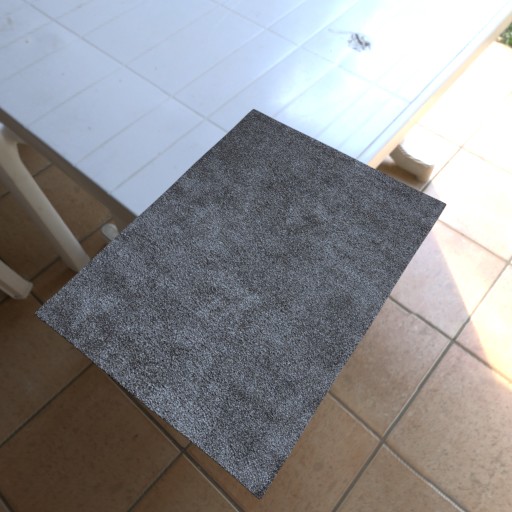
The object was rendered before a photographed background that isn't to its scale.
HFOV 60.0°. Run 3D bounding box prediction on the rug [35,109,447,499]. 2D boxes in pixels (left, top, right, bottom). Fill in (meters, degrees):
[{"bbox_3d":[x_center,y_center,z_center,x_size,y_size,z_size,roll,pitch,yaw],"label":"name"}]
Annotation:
[{"bbox_3d":[0.000,0.000,2.065,1.198,0.025,1.601,32,64,18],"label":"rug"}]
